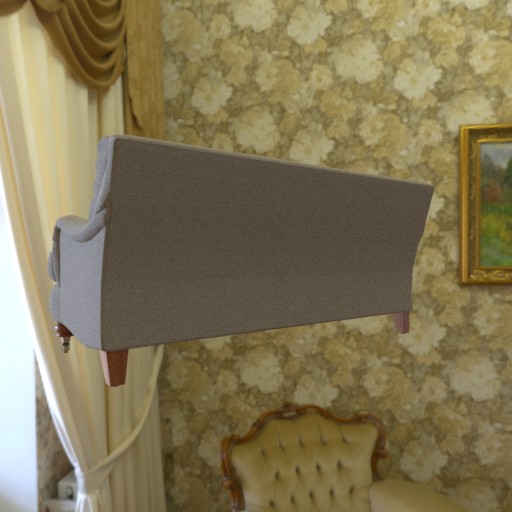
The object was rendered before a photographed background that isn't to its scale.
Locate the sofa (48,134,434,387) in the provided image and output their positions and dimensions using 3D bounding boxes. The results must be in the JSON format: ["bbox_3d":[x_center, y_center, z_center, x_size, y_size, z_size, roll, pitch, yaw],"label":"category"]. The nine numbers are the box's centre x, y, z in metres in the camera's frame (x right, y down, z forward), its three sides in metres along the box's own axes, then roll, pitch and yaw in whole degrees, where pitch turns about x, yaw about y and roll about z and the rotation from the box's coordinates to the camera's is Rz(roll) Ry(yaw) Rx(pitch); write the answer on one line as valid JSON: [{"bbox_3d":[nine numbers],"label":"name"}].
[{"bbox_3d":[0.000,0.000,2.676,2.160,1.054,1.087,0,1,-37],"label":"sofa"}]
